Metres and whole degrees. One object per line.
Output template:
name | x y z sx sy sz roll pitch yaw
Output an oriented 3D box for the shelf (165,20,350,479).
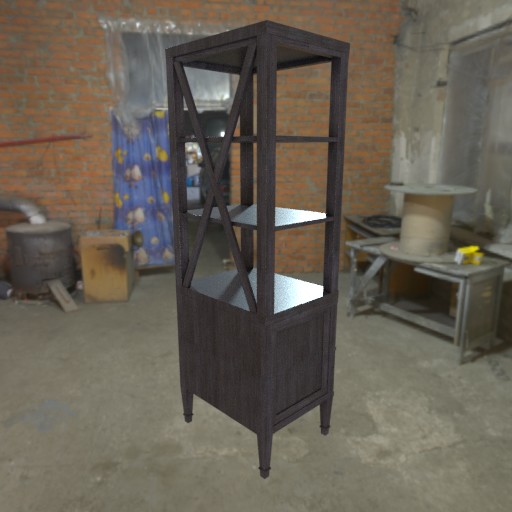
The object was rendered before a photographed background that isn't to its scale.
shelf | 0.000 0.000 1.977 0.472 1.727 0.584 -13 19 -43
